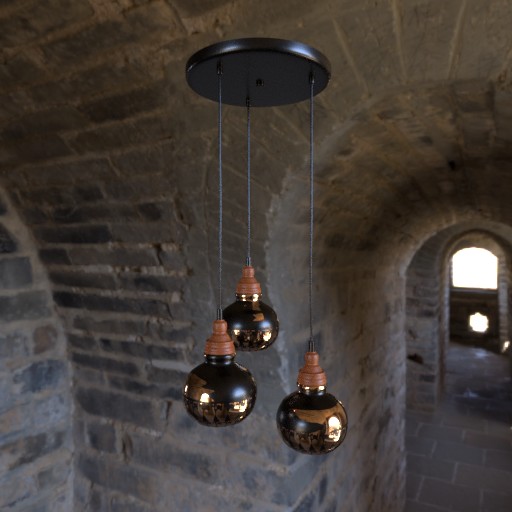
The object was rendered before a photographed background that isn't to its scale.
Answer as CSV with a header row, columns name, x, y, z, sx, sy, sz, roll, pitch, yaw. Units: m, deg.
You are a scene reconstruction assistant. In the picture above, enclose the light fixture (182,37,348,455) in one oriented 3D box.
name,x,y,z,sx,sy,sz,roll,pitch,yaw
light fixture,0.000,0.000,1.731,0.608,1.410,0.605,0,0,-18
